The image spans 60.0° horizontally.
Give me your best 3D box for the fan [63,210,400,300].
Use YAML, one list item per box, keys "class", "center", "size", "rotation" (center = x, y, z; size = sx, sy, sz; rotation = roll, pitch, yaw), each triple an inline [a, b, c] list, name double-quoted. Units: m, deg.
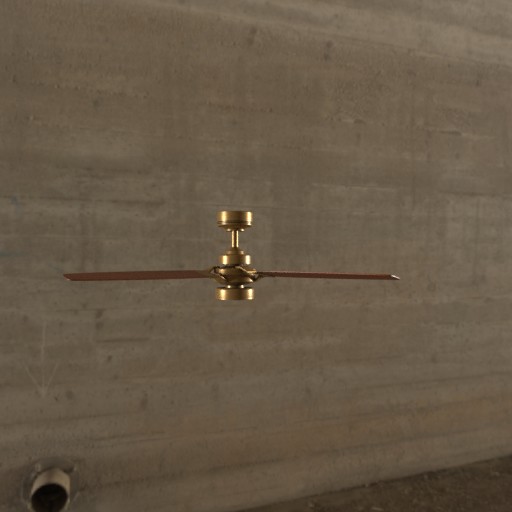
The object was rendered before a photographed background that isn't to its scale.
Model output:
- class: "fan"
  center: [0.000, 0.000, 2.034]
  size: [1.271, 0.425, 1.416]
  rotation: [-1, -1, 36]
